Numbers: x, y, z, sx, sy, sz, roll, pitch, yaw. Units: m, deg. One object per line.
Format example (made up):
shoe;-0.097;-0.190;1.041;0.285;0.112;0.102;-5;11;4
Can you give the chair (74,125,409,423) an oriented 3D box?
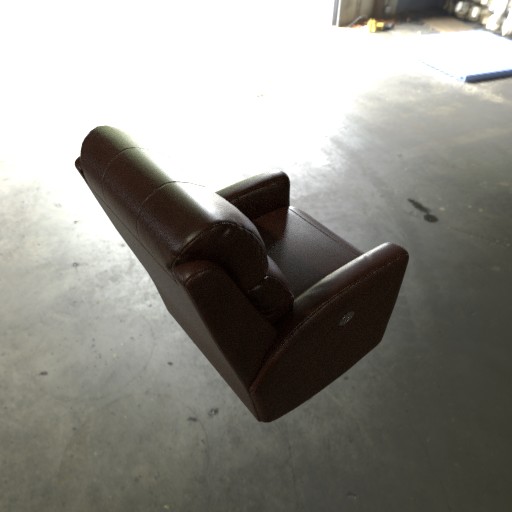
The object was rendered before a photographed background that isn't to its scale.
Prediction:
chair;0.000;0.000;1.676;0.939;1.016;0.787;-26;47;-27
